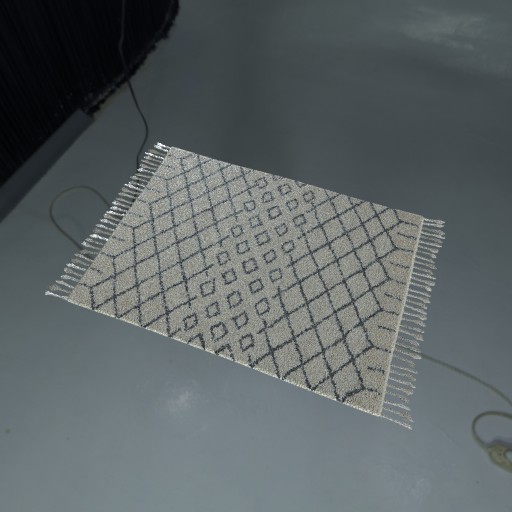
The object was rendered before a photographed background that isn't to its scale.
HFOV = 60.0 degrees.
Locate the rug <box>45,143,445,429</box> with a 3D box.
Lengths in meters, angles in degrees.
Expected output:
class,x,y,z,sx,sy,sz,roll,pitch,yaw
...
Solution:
class,x,y,z,sx,sy,sz,roll,pitch,yaw
rug,0.000,0.000,3.310,2.615,0.029,1.664,18,59,11
